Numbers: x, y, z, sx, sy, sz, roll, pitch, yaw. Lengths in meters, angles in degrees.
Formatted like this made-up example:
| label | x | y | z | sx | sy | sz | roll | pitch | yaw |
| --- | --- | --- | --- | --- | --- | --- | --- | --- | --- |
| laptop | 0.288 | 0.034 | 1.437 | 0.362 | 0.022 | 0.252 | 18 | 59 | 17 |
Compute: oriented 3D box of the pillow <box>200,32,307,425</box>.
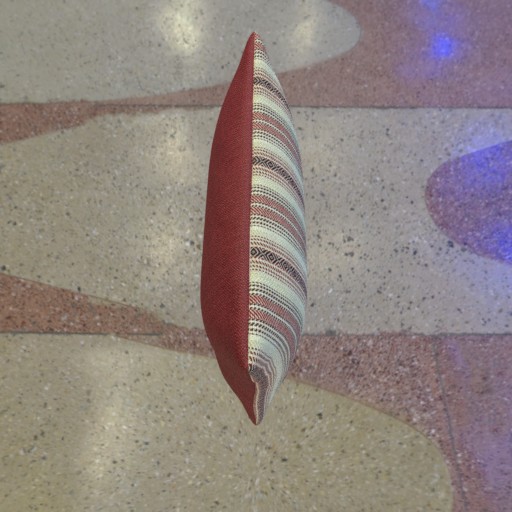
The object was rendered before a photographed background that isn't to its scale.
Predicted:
| label | x | y | z | sx | sy | sz | roll | pitch | yaw |
| --- | --- | --- | --- | --- | --- | --- | --- | --- | --- |
| pillow | 0.000 | 0.000 | 0.776 | 0.166 | 0.497 | 0.513 | 1 | 64 | 0 |
